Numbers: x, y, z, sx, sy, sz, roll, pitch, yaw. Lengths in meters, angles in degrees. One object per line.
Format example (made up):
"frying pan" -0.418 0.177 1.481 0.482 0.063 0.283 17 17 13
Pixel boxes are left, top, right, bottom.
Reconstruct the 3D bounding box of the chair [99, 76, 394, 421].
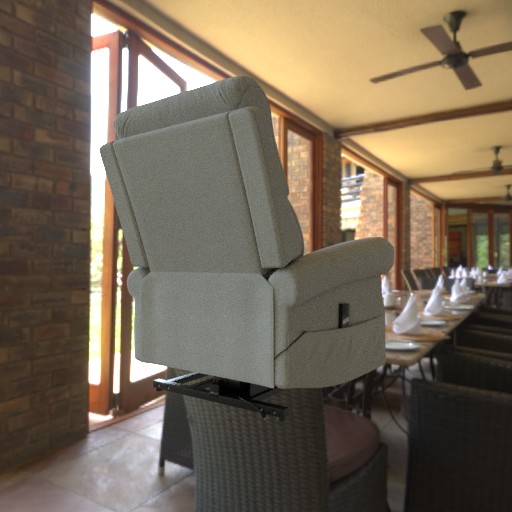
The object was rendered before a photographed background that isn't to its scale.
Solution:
"chair" 0.000 0.000 1.753 0.871 1.031 0.979 -1 -1 35
